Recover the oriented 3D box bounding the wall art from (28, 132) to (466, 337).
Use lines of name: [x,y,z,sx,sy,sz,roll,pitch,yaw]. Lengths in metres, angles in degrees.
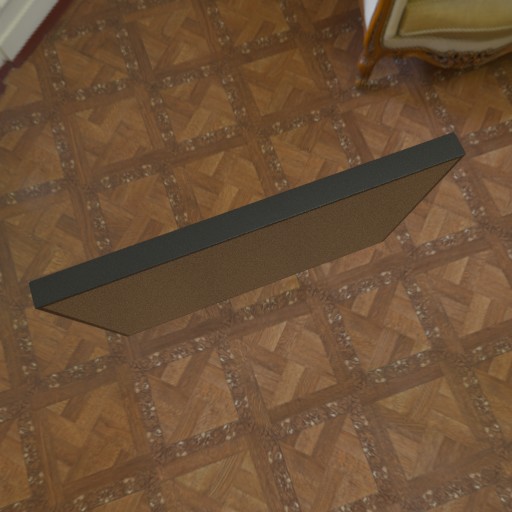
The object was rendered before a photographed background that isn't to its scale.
wall art: [0.000,0.000,1.218,0.939,0.640,0.058,-20,76,-5]
